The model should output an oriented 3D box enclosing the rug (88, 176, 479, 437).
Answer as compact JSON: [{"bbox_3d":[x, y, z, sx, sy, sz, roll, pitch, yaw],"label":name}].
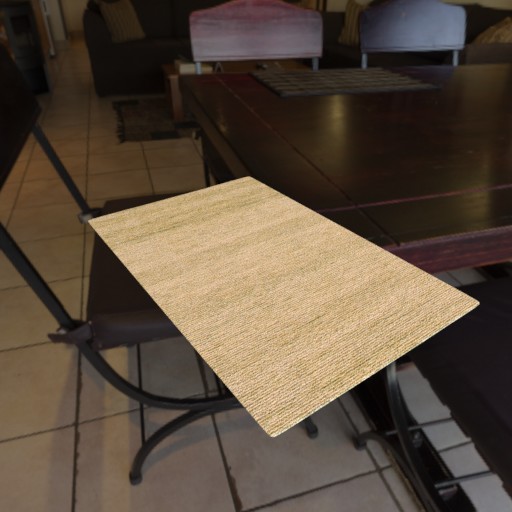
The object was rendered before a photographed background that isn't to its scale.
[{"bbox_3d":[0.000,0.000,2.238,1.143,0.010,1.758,-21,38,-29],"label":"rug"}]
